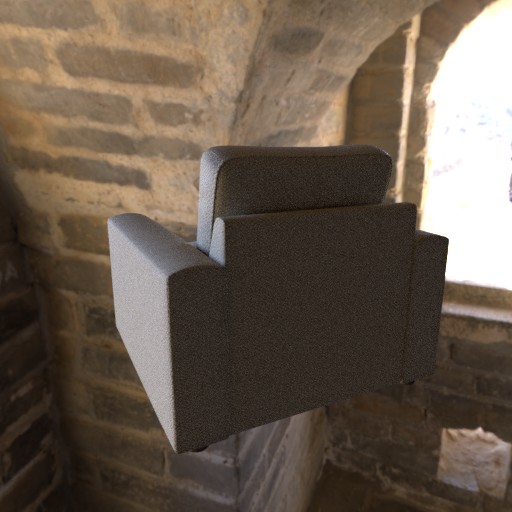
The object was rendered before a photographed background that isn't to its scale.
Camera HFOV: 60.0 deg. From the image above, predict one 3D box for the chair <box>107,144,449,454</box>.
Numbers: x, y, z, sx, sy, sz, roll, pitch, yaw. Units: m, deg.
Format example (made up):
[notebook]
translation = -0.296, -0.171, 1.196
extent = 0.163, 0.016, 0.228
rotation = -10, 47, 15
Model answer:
[chair]
translation = 0.000, 0.000, 1.780
extent = 1.005, 0.873, 1.016
rotation = -7, 16, -25
